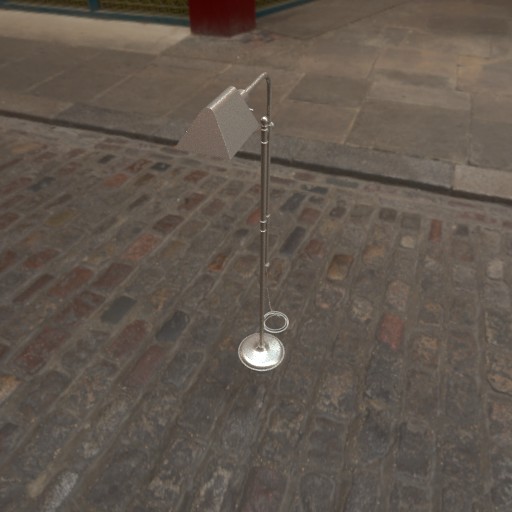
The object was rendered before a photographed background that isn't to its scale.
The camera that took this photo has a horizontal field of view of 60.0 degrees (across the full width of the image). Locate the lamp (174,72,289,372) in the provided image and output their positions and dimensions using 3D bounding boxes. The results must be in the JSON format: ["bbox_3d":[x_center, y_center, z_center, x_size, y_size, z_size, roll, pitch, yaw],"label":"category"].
[{"bbox_3d":[0.000,0.000,1.889,0.256,1.571,0.813,14,43,15],"label":"lamp"}]
